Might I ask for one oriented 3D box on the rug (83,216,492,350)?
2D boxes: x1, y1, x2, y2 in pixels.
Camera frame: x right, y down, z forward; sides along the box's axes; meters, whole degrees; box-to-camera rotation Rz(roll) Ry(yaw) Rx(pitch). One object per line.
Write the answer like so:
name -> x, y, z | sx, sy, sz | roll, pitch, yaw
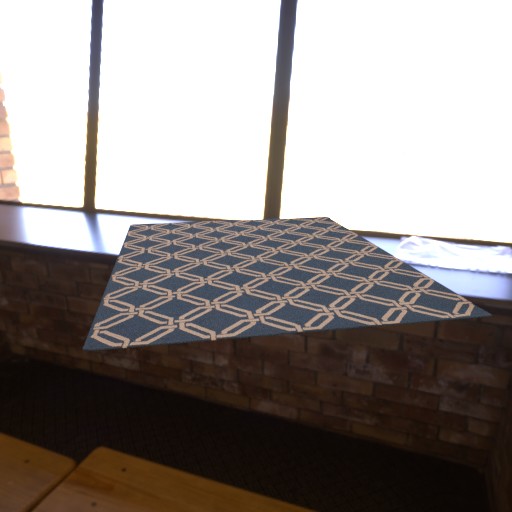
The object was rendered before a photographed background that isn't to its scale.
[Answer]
rug -> 0.000, 0.000, 3.716 | 2.277, 0.020, 2.867 | -3, 17, -10
